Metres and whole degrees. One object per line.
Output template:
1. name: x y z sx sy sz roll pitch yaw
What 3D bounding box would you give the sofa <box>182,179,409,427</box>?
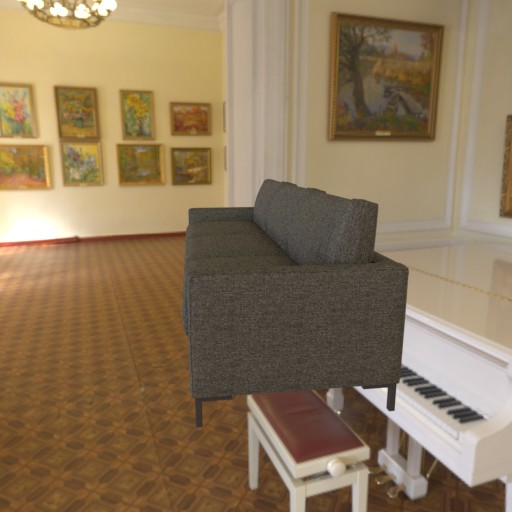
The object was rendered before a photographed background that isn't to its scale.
1. sofa: 0.000 0.000 2.746 0.876 0.879 2.253 -2 12 -8
